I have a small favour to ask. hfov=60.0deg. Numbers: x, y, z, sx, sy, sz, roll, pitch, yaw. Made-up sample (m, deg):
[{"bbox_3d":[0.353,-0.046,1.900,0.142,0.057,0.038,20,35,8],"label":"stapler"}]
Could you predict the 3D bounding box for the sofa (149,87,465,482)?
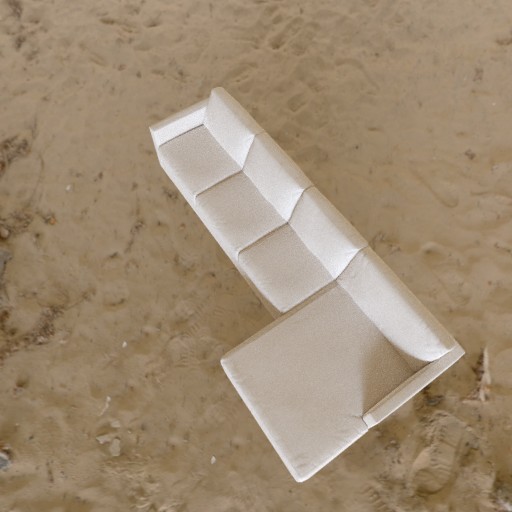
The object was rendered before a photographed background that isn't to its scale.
[{"bbox_3d":[0.000,0.000,4.101,1.606,0.954,3.471,-31,67,-15],"label":"sofa"}]
